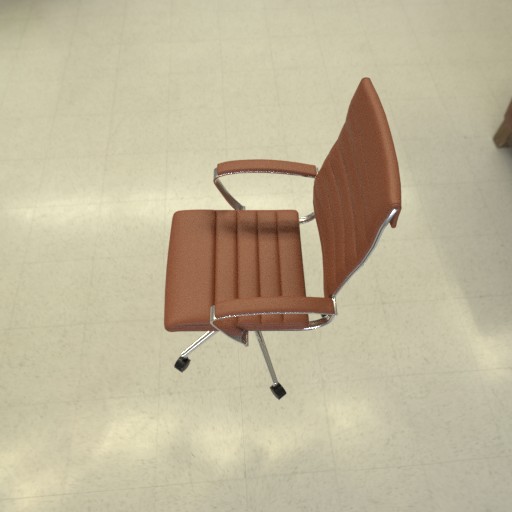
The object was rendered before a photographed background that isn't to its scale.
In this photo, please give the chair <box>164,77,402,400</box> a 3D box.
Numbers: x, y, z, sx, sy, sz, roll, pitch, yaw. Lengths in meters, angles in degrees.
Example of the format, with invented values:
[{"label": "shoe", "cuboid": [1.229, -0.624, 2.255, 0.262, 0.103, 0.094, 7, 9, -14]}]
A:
[{"label": "chair", "cuboid": [0.000, 0.000, 1.582, 0.739, 1.149, 0.766, -2, 60, -1]}]
